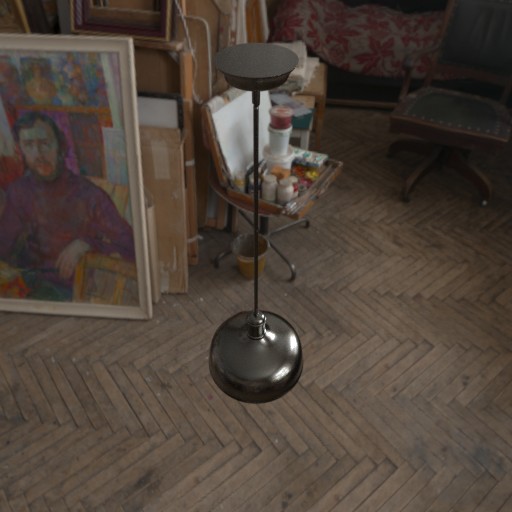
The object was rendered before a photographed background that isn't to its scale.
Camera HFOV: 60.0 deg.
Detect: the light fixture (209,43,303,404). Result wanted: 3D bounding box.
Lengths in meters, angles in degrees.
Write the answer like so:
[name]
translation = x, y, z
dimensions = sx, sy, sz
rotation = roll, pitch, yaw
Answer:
[light fixture]
translation = 0.000, 0.000, 1.070
dimensions = 0.299, 0.935, 0.299
rotation = -24, 50, -22
